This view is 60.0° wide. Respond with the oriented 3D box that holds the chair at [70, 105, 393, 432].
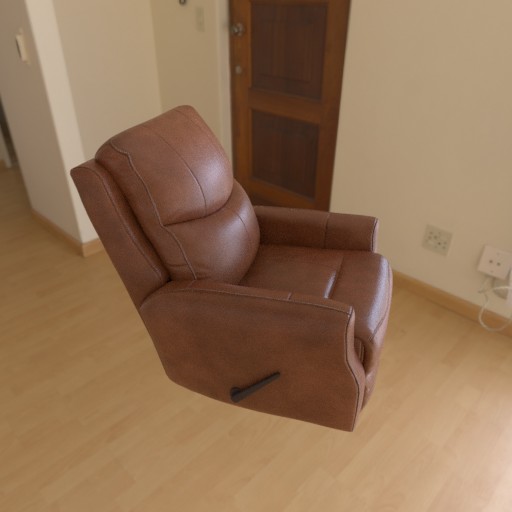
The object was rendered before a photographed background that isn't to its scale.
[{"bbox_3d":[0.000,0.000,1.758,1.072,1.016,0.821,11,33,17],"label":"chair"}]
